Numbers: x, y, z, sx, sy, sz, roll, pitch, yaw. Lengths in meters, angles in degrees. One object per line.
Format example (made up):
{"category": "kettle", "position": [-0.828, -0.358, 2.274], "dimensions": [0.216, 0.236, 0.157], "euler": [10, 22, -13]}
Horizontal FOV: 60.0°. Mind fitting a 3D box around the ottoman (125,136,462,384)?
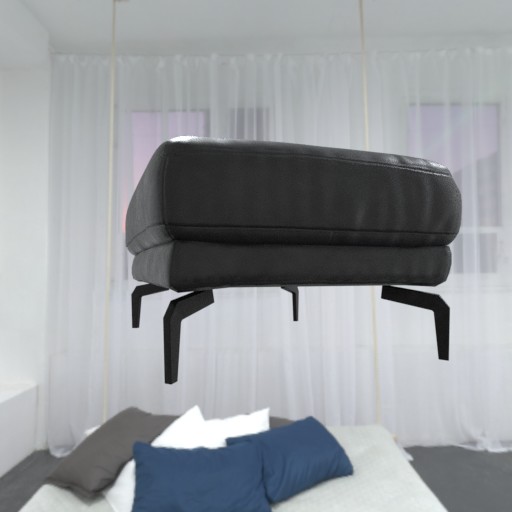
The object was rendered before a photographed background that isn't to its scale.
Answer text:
{"category": "ottoman", "position": [0.000, 0.000, 1.058], "dimensions": [0.570, 0.402, 0.764], "euler": [1, -2, -20]}
